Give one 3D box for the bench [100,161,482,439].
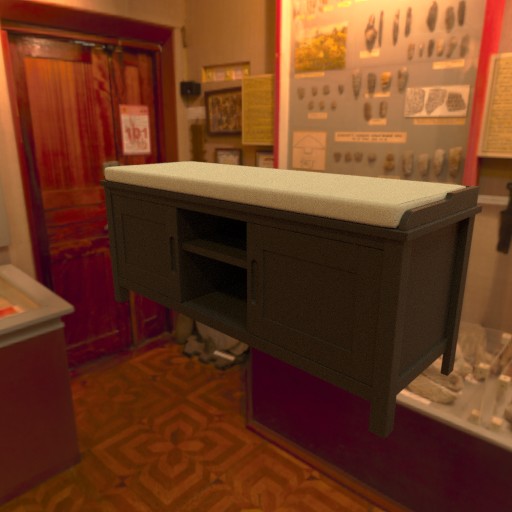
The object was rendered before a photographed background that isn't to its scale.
[{"bbox_3d":[0.000,0.000,1.373,1.140,0.501,0.398,15,22,42],"label":"bench"}]
